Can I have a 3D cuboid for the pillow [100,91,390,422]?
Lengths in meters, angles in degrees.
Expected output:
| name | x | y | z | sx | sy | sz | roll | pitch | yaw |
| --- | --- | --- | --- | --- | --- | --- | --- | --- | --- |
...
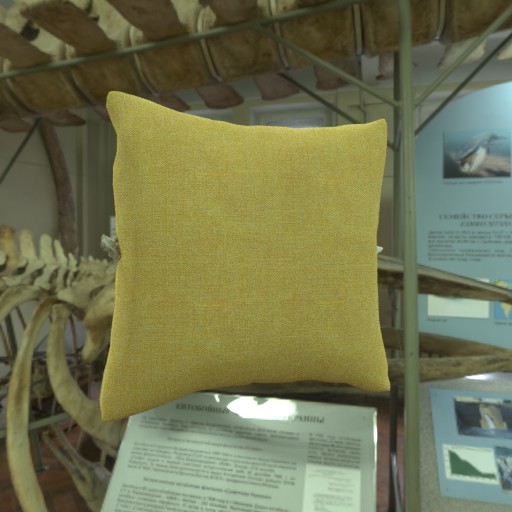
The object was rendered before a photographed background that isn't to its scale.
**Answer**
| name | x | y | z | sx | sy | sz | roll | pitch | yaw |
| --- | --- | --- | --- | --- | --- | --- | --- | --- | --- |
| pillow | 0.000 | 0.000 | 0.728 | 0.485 | 0.481 | 0.167 | 0 | 1 | -17 |
